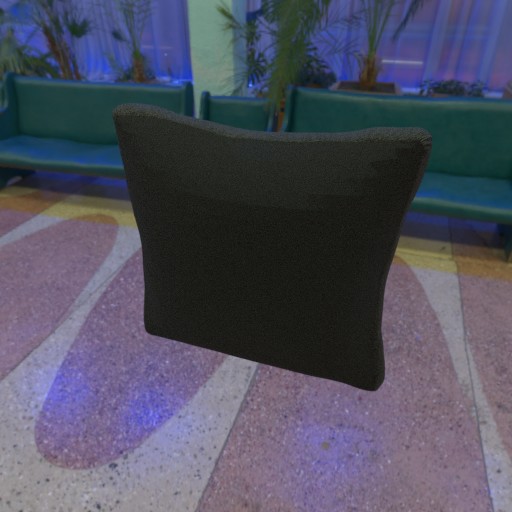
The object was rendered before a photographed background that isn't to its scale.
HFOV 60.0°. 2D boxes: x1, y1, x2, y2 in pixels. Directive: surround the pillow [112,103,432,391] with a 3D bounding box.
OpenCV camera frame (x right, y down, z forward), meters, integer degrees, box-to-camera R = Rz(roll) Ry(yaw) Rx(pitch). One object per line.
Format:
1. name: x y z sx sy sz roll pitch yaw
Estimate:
1. pillow: 0.000 0.000 0.820 0.533 0.523 0.210 10 34 16
